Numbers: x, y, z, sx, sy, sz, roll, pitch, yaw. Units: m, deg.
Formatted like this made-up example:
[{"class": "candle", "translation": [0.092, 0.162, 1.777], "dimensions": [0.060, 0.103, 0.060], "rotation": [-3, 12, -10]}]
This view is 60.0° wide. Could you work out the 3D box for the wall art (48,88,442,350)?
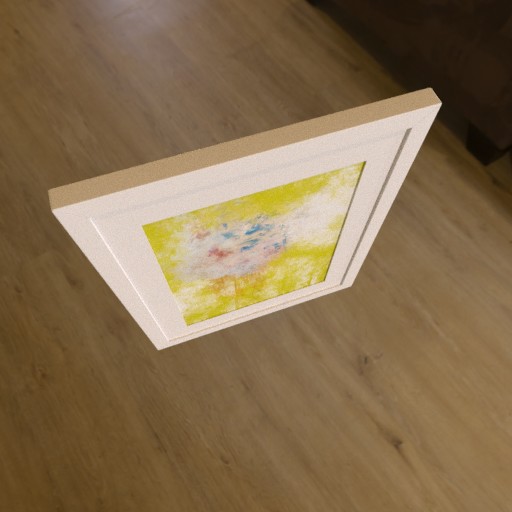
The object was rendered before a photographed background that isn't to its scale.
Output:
[{"class": "wall art", "translation": [0.000, 0.000, 0.740], "dimensions": [0.454, 0.556, 0.028], "rotation": [-17, 65, -8]}]
